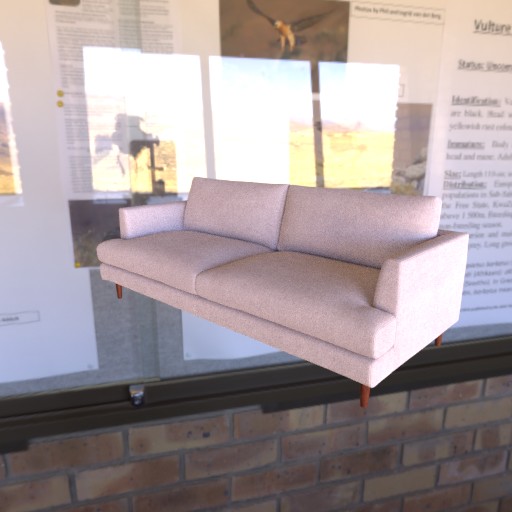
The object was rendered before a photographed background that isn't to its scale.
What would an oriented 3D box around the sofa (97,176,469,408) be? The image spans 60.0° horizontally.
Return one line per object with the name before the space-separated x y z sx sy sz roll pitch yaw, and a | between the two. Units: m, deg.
sofa | 0.000 0.000 2.832 2.250 0.868 1.020 13 19 41
